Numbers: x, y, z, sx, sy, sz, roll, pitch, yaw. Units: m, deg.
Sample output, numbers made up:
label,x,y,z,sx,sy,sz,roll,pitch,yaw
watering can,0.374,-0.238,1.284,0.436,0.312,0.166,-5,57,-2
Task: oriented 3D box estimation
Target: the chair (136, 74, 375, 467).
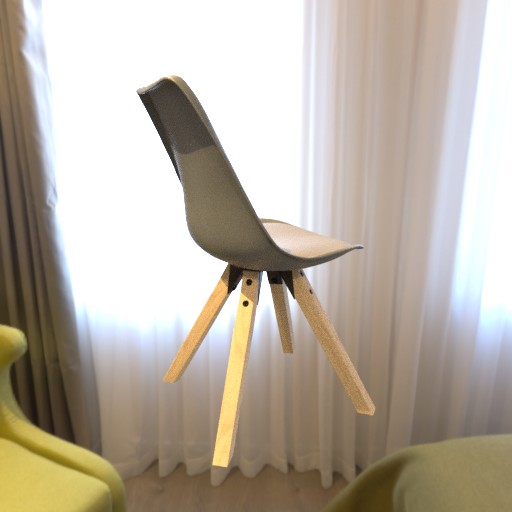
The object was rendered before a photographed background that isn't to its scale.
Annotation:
label,x,y,z,sx,sy,sz,roll,pitch,yaw
chair,0.000,0.000,1.184,0.550,0.850,0.485,-7,16,-26
